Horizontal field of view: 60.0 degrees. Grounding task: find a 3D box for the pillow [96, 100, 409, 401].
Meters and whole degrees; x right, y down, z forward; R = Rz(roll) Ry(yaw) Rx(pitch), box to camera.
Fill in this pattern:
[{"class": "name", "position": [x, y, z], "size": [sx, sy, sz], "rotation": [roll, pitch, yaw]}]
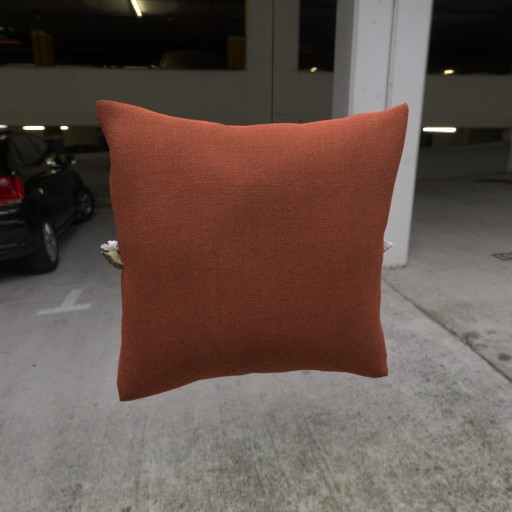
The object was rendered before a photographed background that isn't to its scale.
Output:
[{"class": "pillow", "position": [0.000, 0.000, 0.733], "size": [0.490, 0.482, 0.165], "rotation": [-3, 17, -9]}]
